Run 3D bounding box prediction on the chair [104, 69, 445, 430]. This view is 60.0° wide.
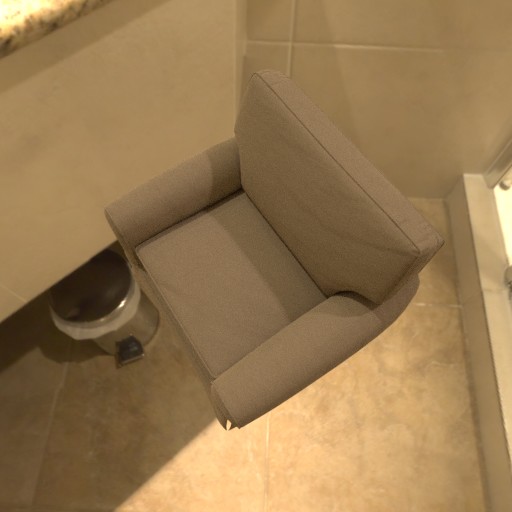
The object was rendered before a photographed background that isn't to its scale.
[{"bbox_3d":[0.000,0.000,1.913,0.988,1.017,1.135,-31,68,-14],"label":"chair"}]
